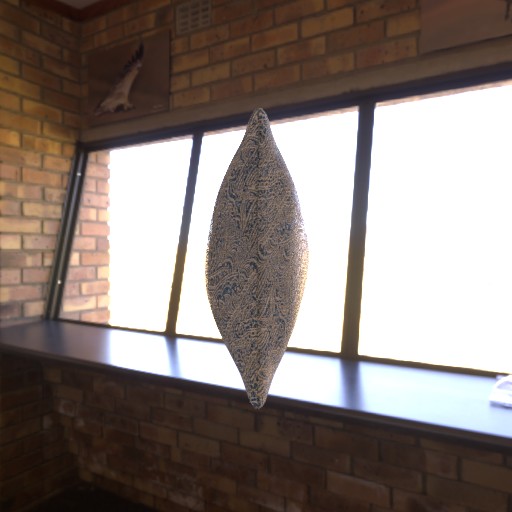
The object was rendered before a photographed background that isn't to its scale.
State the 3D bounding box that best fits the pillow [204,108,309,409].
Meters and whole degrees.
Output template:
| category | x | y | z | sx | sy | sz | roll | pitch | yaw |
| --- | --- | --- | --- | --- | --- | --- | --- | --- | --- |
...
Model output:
| category | x | y | z | sx | sy | sz | roll | pitch | yaw |
| --- | --- | --- | --- | --- | --- | --- | --- | --- | --- |
| pillow | 0.000 | 0.000 | 0.734 | 0.151 | 0.295 | 0.615 | 0 | 0 | -1 |
